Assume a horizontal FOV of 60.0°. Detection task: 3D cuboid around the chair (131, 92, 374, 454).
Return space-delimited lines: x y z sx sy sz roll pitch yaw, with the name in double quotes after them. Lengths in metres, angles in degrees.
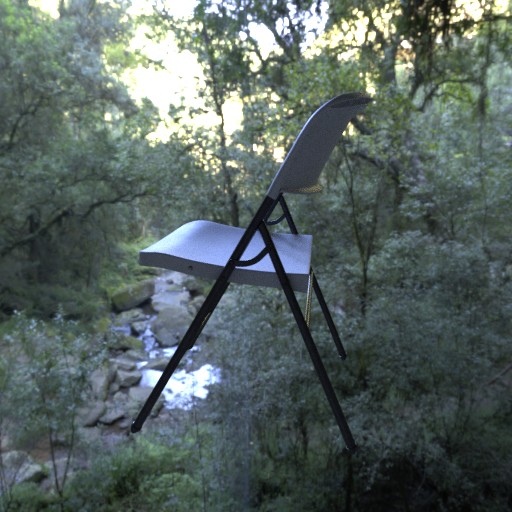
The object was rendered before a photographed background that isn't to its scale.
0.000 0.000 1.199 0.566 0.810 0.494 2 15 8 "chair"
